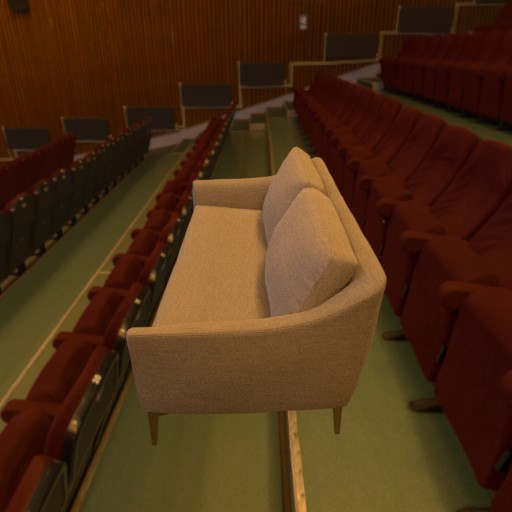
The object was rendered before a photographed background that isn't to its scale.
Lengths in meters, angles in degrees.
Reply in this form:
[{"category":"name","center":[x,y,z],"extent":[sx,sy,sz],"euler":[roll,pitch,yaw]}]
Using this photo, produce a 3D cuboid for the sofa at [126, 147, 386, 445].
[{"category":"sofa","center":[0.000,0.000,2.613],"extent":[0.980,0.913,2.036],"euler":[0,26,0]}]
